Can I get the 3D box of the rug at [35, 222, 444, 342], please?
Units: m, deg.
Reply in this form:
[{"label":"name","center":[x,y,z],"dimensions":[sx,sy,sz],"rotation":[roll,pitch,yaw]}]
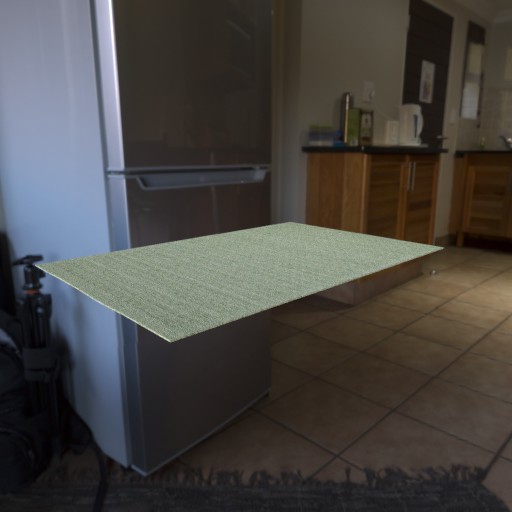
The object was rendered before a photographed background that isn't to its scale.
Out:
[{"label":"rug","center":[0.000,0.000,2.240],"dimensions":[1.747,0.006,1.143],"rotation":[-13,19,-42]}]
